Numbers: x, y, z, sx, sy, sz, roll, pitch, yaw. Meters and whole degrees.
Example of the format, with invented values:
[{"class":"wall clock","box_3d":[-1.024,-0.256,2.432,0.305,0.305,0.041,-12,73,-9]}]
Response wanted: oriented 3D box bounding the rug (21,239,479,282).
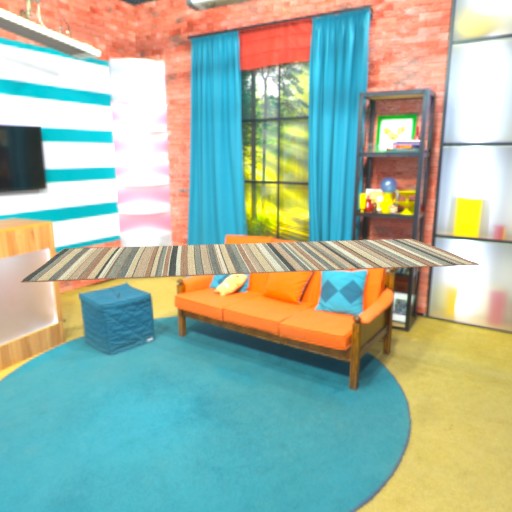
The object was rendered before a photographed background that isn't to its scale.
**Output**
[{"class":"rug","box_3d":[0.000,0.000,2.711,2.444,0.010,0.799,-2,13,-8]}]
